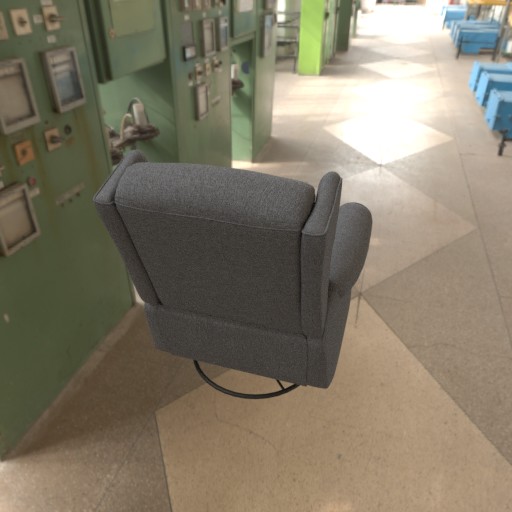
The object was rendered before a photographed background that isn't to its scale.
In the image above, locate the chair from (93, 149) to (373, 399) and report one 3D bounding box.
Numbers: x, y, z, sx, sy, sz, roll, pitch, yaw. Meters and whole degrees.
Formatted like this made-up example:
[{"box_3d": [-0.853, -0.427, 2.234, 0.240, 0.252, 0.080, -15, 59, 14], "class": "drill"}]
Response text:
[{"box_3d": [0.000, 0.000, 1.767, 0.847, 1.011, 0.969, 10, 34, 15], "class": "chair"}]
